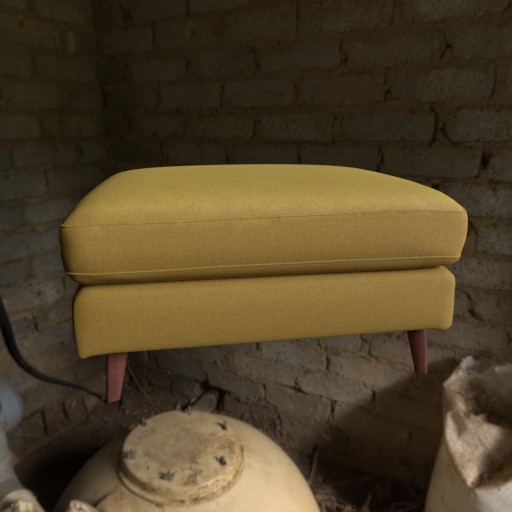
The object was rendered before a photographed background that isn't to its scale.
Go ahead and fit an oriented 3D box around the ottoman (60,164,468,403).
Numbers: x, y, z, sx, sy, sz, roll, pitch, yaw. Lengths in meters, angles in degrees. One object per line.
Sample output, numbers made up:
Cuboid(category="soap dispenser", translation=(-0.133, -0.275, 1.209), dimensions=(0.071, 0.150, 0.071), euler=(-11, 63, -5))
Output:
Cuboid(category="ottoman", translation=(0.000, 0.000, 1.133), dimensions=(0.811, 0.449, 0.608), euler=(-3, 17, -9))
